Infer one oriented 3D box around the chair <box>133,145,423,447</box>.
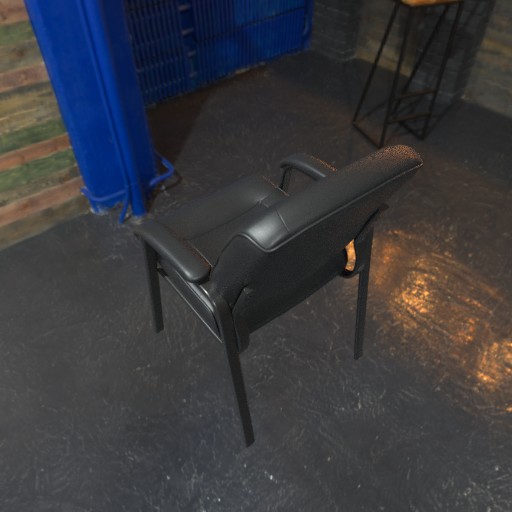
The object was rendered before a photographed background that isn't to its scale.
[{"bbox_3d":[0.000,0.000,1.337,0.591,0.910,0.668,-30,53,-26],"label":"chair"}]
